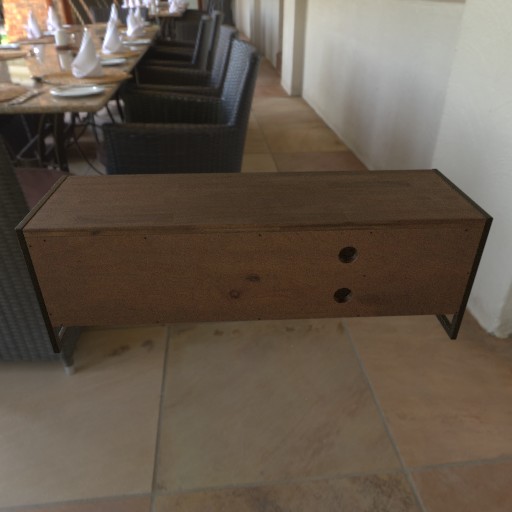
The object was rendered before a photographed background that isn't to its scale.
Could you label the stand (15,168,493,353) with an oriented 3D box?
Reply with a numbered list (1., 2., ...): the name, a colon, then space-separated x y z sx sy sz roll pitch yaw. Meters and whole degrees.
1. stand: 0.000 0.000 1.690 1.480 0.506 0.454 -1 31 -2
